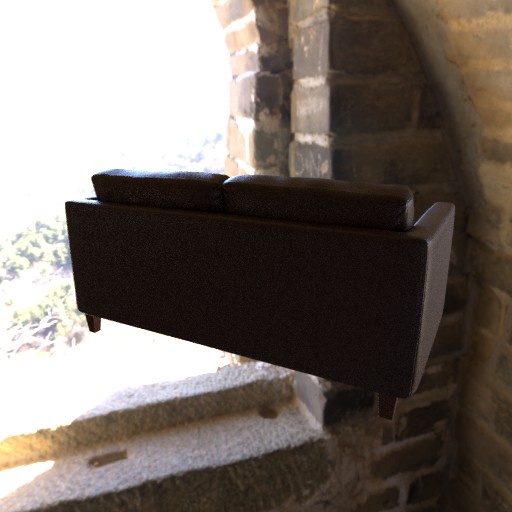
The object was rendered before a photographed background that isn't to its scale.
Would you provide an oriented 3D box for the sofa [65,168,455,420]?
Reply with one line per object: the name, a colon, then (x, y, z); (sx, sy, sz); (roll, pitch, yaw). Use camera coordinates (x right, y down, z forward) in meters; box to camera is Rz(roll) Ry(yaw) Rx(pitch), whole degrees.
sofa: (0.000, 0.000, 2.419); (1.883, 0.933, 0.951); (8, 18, 27)
